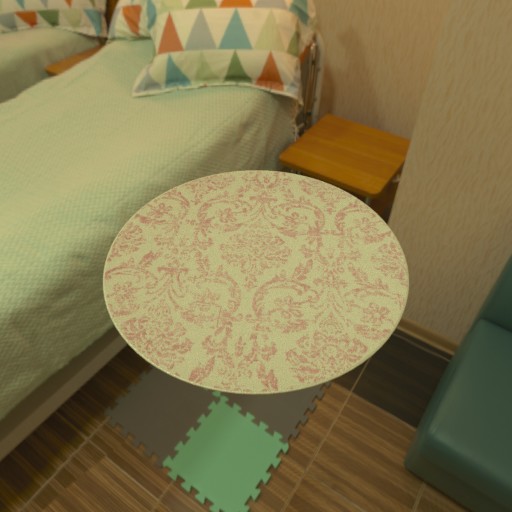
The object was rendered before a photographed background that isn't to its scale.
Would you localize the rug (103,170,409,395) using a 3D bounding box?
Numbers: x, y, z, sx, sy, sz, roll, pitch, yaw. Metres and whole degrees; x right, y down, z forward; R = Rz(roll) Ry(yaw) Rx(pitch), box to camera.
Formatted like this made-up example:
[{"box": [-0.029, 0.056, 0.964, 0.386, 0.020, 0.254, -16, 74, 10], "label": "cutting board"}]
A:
[{"box": [0.000, 0.000, 2.371, 1.593, 0.012, 1.593, 0, 45, 0], "label": "rug"}]
